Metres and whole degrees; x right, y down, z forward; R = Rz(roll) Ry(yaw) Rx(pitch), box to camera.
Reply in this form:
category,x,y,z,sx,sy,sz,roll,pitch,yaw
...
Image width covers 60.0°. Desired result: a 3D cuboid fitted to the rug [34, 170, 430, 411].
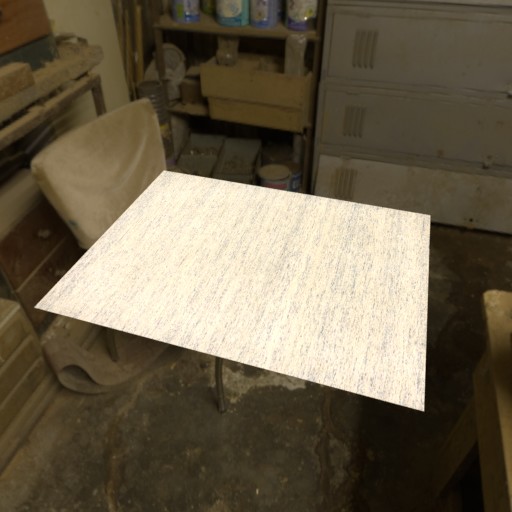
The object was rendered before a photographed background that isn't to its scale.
category,x,y,z,sx,sy,sz,roll,pitch,yaw
rug,0.000,0.000,4.300,3.197,0.006,2.438,12,42,13
